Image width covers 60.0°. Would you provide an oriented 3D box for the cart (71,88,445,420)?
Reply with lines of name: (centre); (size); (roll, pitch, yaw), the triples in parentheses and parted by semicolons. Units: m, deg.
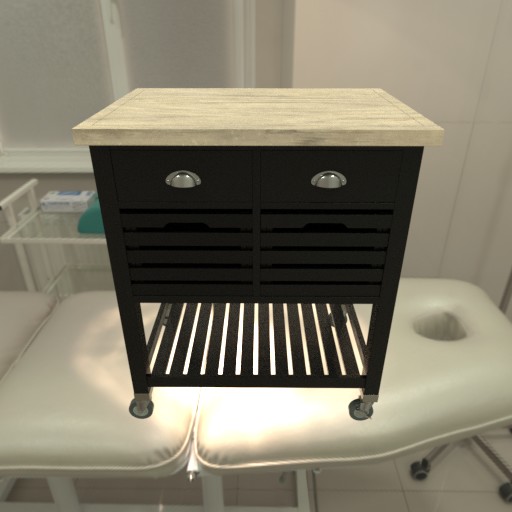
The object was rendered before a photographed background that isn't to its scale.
cart: (0.000, 0.000, 1.402); (0.797, 0.920, 0.567); (0, 29, 0)
